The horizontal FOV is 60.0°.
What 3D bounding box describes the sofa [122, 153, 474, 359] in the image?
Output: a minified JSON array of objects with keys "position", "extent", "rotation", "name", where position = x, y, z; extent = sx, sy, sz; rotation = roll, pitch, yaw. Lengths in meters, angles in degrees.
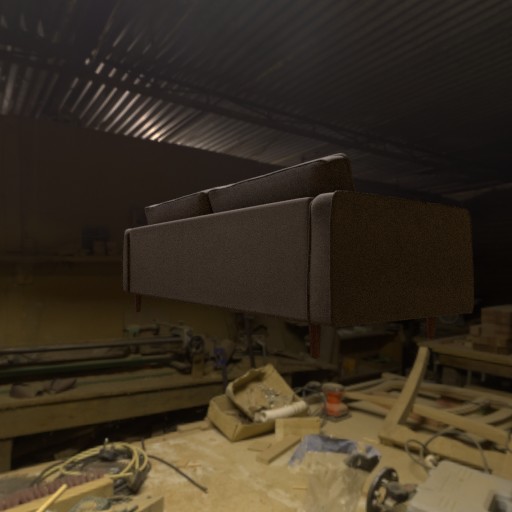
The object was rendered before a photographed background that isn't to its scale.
[{"position":[0.000,0.000,2.703],"extent":[0.923,0.813,2.295],"rotation":[1,-1,-35],"name":"sofa"}]
